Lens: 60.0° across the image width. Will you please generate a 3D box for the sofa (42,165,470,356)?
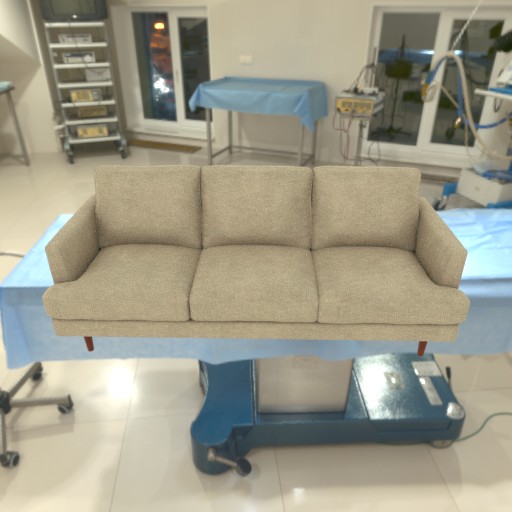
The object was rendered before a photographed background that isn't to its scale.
[{"bbox_3d":[0.000,0.000,2.662,2.246,0.930,0.903,1,30,1],"label":"sofa"}]
